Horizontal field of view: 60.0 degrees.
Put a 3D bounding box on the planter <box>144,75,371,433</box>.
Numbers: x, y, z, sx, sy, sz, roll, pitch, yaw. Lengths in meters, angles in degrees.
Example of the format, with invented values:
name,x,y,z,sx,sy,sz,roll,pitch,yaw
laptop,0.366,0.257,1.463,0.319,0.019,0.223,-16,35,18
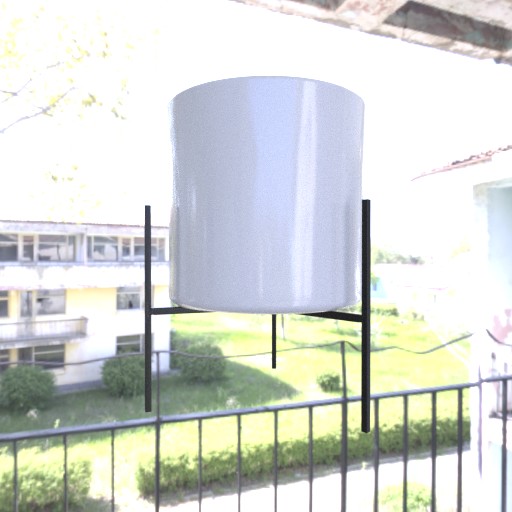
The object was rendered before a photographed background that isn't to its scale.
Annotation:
name,x,y,z,sx,sy,sz,roll,pitch,yaw
planter,0.000,0.000,0.739,0.361,0.480,0.360,0,1,-19
